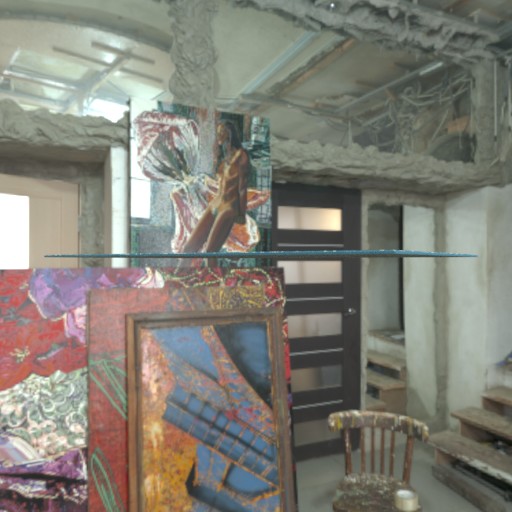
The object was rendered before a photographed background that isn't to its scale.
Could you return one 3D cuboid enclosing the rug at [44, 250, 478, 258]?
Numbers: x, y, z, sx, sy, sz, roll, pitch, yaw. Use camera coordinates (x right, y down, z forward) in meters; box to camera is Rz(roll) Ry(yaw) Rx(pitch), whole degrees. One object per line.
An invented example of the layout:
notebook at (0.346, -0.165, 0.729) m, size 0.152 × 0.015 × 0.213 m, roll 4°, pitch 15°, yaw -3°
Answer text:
rug at (0.000, 0.000, 3.358) m, size 2.746 × 0.018 × 1.816 m, roll 0°, pitch -1°, yaw 36°
